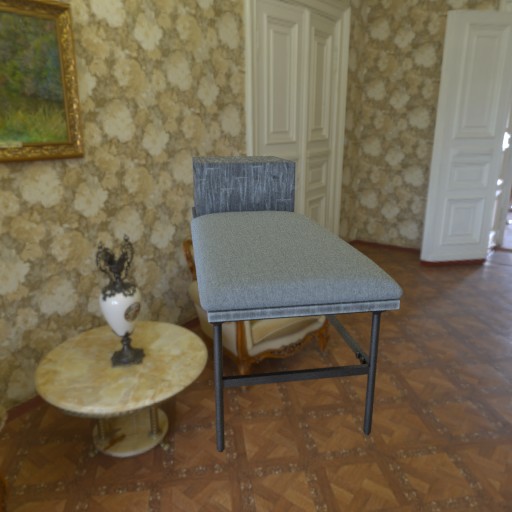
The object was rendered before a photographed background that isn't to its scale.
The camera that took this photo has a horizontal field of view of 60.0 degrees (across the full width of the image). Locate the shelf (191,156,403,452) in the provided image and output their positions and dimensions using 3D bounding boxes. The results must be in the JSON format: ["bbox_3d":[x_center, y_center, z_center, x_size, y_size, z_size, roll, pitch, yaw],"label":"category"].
[{"bbox_3d":[0.000,0.000,1.612,0.457,0.633,1.342,-3,16,-9],"label":"shelf"}]
